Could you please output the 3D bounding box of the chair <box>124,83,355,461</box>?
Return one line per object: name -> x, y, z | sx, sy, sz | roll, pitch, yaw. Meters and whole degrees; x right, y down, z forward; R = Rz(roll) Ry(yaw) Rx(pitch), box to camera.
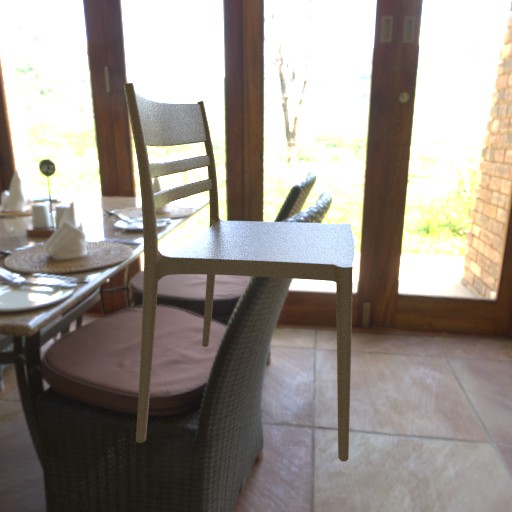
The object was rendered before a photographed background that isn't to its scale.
chair -> 0.000, 0.000, 1.148 | 0.511, 0.800, 0.531 | 3, 15, 11
